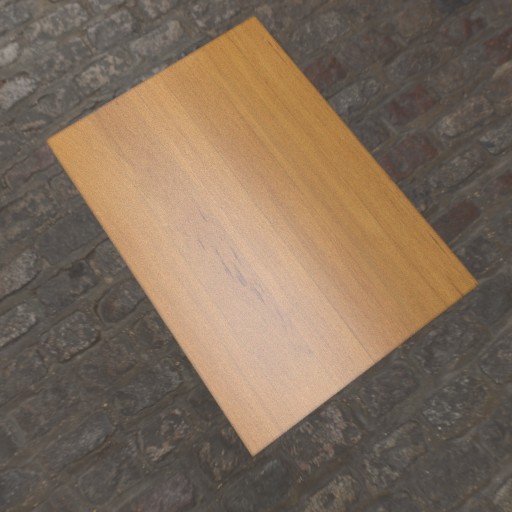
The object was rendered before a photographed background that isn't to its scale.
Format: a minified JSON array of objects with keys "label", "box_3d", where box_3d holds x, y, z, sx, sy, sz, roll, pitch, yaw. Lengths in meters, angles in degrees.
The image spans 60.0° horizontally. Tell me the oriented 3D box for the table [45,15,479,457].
[{"label":"table","box_3d":[0.000,0.000,0.944,0.400,0.605,0.550,-35,79,-8]}]
